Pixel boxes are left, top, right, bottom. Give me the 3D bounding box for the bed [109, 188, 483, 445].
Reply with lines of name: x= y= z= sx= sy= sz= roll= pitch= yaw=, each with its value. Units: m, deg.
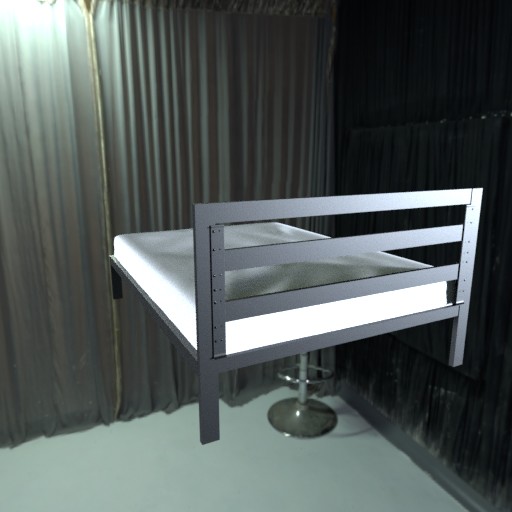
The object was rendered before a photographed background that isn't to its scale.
bed: x=0.000 y=0.000 z=2.886 sx=1.524 sy=0.967 sz=2.062 roll=-7 pitch=15 yaw=-26
